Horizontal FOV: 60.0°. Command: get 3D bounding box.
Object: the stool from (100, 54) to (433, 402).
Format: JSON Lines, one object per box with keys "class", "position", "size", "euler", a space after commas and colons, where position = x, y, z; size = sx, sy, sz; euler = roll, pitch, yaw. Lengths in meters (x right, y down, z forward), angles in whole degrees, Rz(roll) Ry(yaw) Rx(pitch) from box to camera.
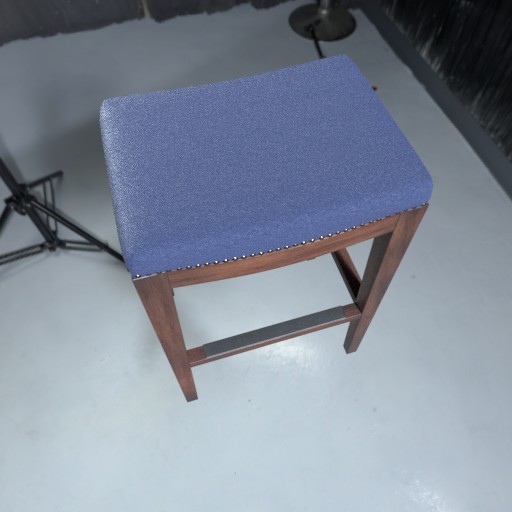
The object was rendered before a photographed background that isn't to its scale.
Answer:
{"class": "stool", "position": [0.000, 0.000, 1.026], "size": [0.498, 0.740, 0.358], "euler": [-14, 59, -9]}
